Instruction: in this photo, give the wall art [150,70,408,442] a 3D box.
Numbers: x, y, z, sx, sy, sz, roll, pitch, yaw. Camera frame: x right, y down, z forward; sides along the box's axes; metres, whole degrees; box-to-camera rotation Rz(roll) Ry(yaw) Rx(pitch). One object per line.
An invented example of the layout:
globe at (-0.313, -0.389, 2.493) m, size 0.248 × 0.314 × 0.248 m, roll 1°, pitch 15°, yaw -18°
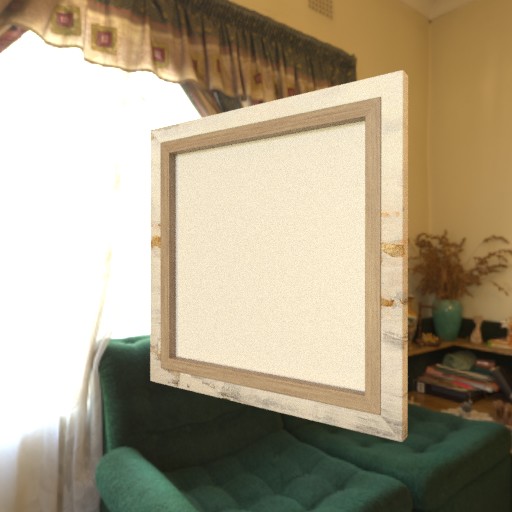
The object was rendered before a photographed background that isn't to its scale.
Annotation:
wall art at (0.000, 0.000, 1.130) m, size 0.753 × 0.755 × 0.038 m, roll 0°, pitch 0°, yaw 35°
